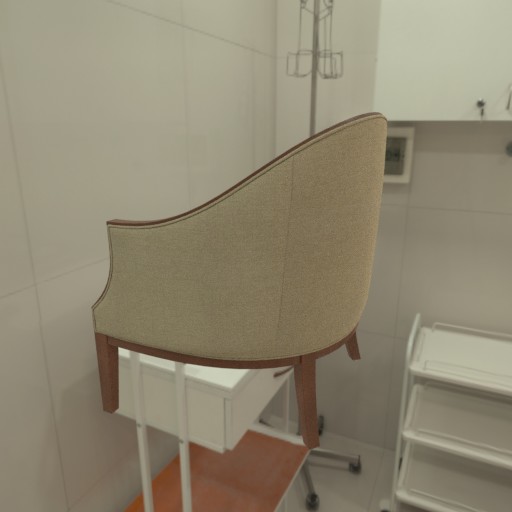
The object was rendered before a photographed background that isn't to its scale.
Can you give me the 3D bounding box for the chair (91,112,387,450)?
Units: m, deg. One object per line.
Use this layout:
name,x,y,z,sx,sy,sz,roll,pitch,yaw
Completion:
chair,0.000,0.000,1.429,0.735,0.876,0.803,8,18,24
